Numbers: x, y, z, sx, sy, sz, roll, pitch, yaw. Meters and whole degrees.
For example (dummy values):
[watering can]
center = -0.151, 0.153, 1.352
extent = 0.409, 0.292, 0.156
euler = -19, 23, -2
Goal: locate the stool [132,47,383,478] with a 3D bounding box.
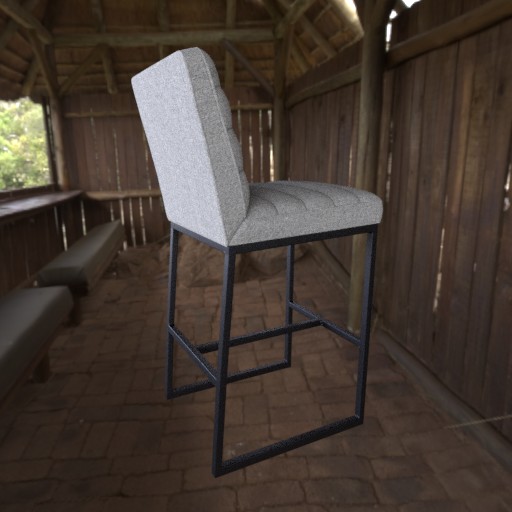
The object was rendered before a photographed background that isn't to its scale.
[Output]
[stool]
center = 0.000, 0.000, 1.315
extent = 0.571, 1.034, 0.459
euler = -7, 15, -27
